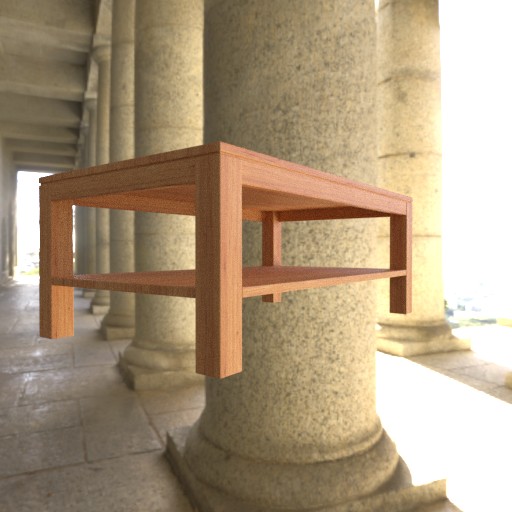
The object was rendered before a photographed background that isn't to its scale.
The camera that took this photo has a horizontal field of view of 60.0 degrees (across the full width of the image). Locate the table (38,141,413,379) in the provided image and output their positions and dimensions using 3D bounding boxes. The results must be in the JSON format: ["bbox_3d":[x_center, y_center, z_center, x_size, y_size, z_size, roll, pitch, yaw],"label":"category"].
[{"bbox_3d":[0.000,0.000,1.516,0.695,0.457,1.146,1,1,37],"label":"table"}]
